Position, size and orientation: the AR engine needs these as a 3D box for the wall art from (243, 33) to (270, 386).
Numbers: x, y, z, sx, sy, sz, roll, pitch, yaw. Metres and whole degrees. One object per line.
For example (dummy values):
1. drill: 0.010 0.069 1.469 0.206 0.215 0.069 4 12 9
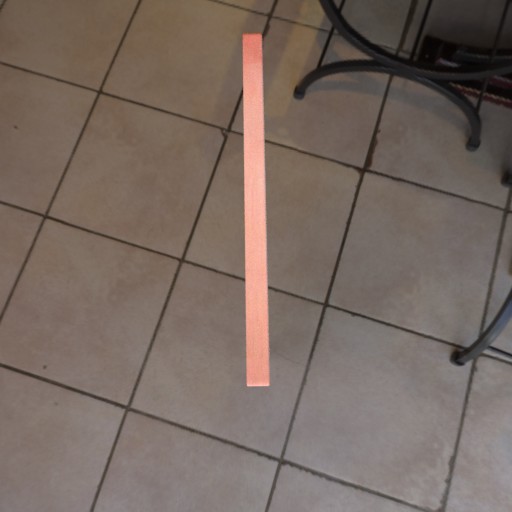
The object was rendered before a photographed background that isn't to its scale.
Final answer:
1. wall art: 0.000 0.000 1.174 0.038 0.914 0.610 -1 77 0
